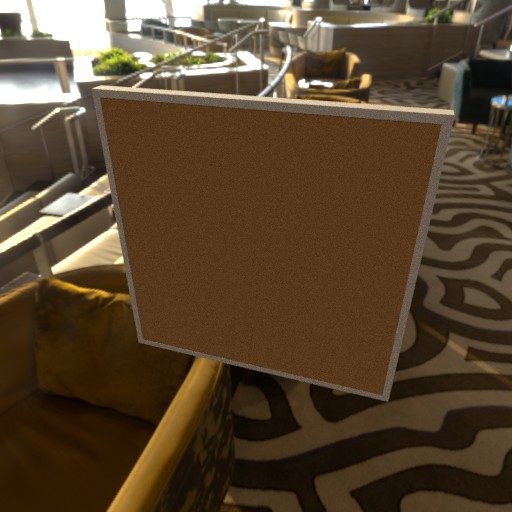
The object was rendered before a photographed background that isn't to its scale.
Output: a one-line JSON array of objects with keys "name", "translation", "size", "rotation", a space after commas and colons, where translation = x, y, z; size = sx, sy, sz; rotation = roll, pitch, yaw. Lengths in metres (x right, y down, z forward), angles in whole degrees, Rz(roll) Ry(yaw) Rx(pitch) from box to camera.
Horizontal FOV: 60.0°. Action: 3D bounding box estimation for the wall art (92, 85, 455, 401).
[{"name": "wall art", "translation": [0.000, 0.000, 1.111], "size": [0.762, 0.762, 0.038], "rotation": [10, 33, 15]}]
